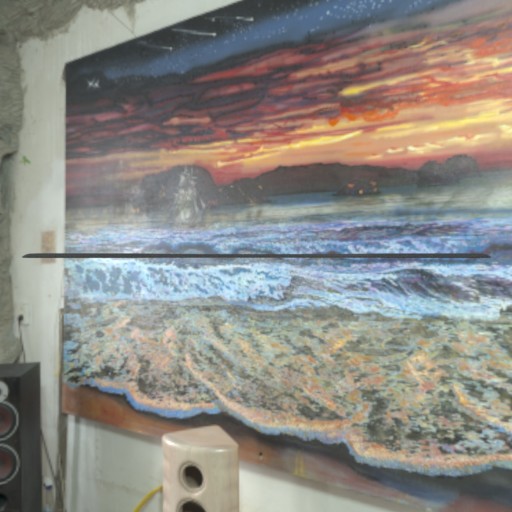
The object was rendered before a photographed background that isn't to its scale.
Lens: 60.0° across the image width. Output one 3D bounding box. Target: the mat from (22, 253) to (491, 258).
[{"bbox_3d":[0.000,0.000,1.862,1.525,0.016,0.917,0,0,-1],"label":"mat"}]
